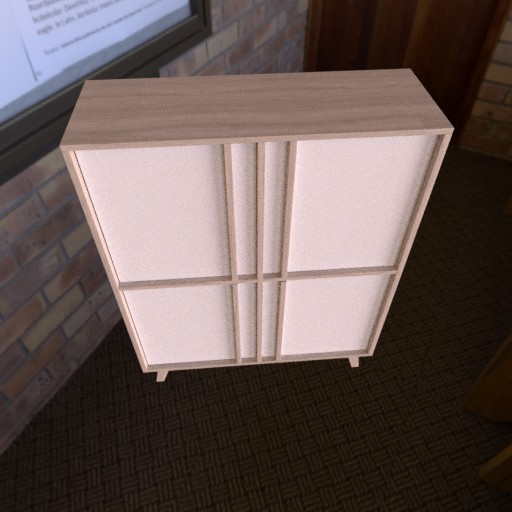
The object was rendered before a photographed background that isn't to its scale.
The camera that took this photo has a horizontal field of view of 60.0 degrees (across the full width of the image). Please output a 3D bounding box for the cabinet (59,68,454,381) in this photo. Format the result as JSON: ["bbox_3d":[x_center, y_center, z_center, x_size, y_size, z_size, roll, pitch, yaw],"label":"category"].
[{"bbox_3d":[0.000,0.000,1.881,1.111,1.388,0.398,-3,47,-3],"label":"cabinet"}]
